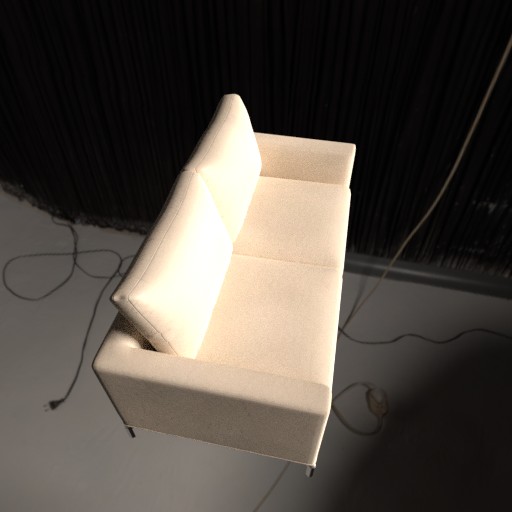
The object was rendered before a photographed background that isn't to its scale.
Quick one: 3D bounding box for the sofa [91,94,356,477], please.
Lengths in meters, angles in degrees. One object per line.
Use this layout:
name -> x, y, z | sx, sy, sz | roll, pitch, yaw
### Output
sofa -> 0.000, 0.000, 2.292 | 0.906, 0.995, 1.739 | 9, 46, 8
